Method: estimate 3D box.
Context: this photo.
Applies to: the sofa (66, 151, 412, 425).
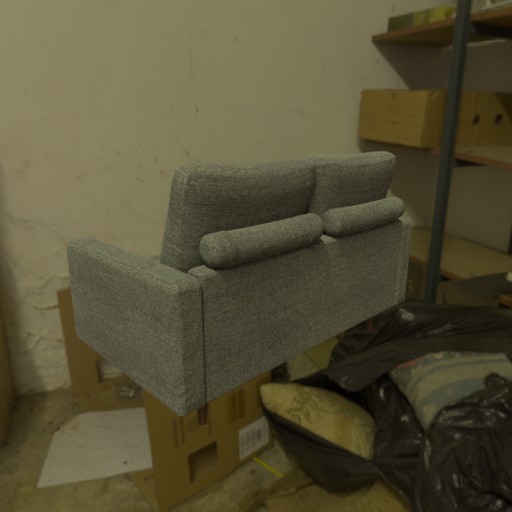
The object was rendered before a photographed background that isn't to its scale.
[{"bbox_3d":[0.000,0.000,2.012,1.407,0.907,0.842,-15,22,-42],"label":"sofa"}]
